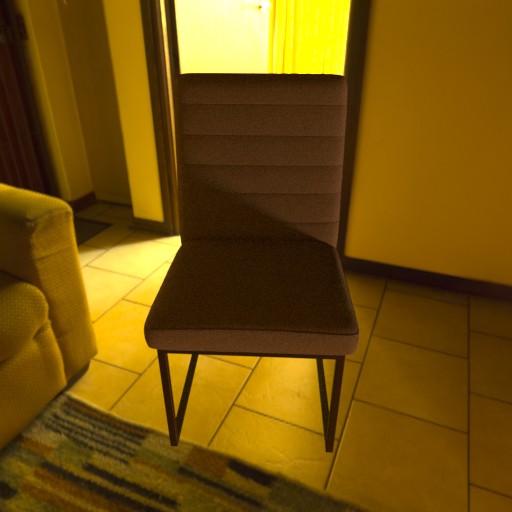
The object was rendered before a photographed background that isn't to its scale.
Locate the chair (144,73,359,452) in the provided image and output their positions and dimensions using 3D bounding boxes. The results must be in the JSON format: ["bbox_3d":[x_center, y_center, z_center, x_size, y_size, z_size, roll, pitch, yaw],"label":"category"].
[{"bbox_3d":[0.000,0.000,1.293,0.520,0.930,0.634,1,30,2],"label":"chair"}]
